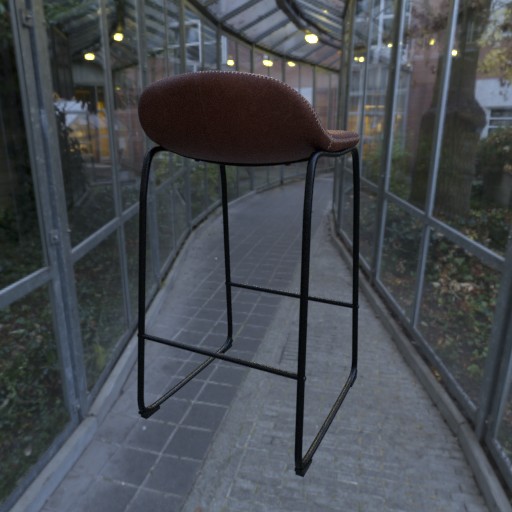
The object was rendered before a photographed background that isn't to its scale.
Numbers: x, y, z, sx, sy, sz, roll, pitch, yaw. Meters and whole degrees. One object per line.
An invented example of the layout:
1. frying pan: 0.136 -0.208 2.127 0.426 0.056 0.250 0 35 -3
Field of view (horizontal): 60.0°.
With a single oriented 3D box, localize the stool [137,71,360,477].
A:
1. stool: 0.000 0.000 1.129 0.454 0.830 0.473 8 18 26
